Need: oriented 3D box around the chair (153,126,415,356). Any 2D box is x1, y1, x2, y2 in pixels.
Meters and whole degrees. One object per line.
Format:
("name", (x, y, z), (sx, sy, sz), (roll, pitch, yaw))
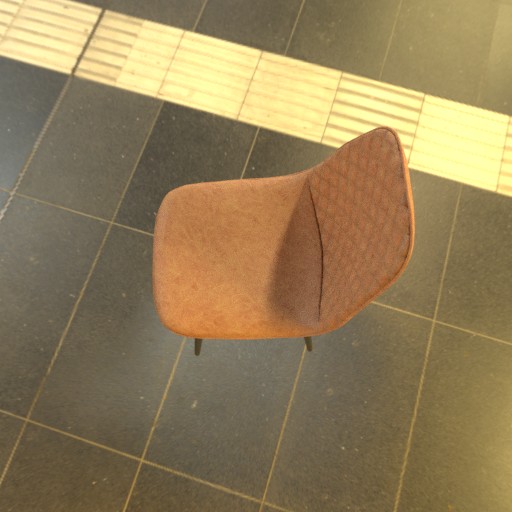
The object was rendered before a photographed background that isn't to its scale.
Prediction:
("chair", (0.000, 0.000, 1.217), (0.561, 0.889, 0.472), (-2, 74, -1))
